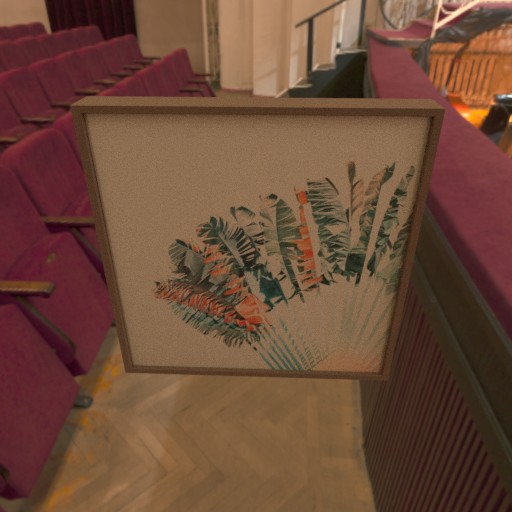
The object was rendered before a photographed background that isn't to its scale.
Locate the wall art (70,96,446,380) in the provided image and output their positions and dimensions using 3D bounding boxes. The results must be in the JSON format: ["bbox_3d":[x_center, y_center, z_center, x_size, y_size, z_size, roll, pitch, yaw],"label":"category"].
[{"bbox_3d":[0.000,0.000,0.453,0.304,0.303,0.038,1,31,2],"label":"wall art"}]
